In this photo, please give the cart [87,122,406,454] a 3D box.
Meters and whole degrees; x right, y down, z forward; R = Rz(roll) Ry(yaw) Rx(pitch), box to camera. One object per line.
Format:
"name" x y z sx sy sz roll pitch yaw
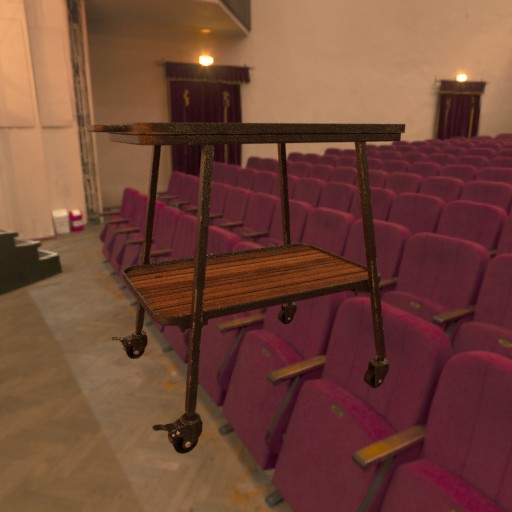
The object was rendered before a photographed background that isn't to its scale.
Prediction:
"cart" 0.000 0.000 1.227 0.806 0.700 0.515 -8 18 -27
